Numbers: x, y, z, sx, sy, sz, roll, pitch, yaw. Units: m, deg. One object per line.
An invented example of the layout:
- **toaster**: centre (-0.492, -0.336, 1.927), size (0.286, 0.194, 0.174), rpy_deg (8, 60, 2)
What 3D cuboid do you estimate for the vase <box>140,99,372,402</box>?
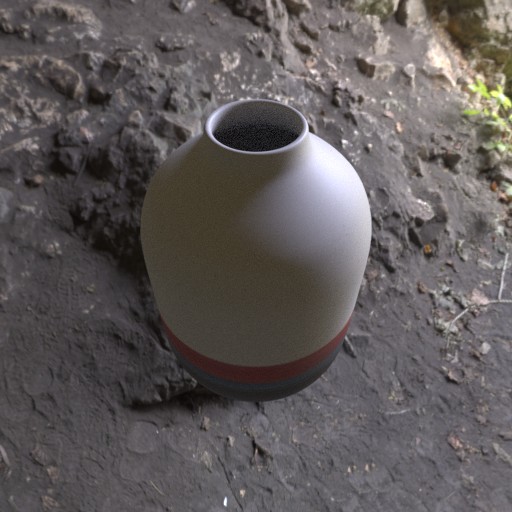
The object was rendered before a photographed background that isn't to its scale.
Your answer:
- **vase**: centre (0.000, 0.000, 0.356), size (0.169, 0.237, 0.169), rpy_deg (0, 48, 0)
